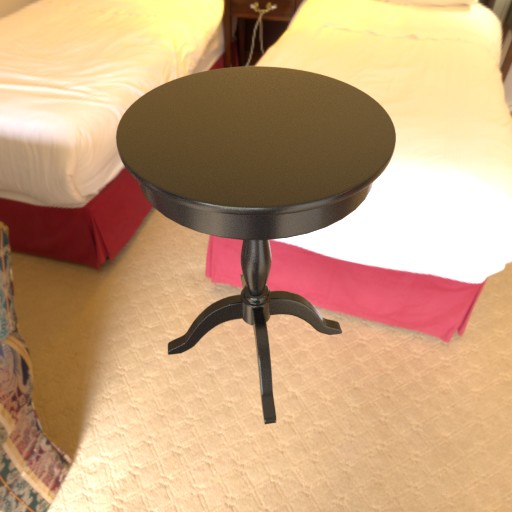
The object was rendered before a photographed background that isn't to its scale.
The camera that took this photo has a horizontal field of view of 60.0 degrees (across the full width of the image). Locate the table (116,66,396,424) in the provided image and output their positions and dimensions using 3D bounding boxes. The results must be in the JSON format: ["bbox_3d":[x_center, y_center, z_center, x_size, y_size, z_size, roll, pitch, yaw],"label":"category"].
[{"bbox_3d":[0.000,0.000,1.006,0.481,0.665,0.481,0,45,0],"label":"table"}]
